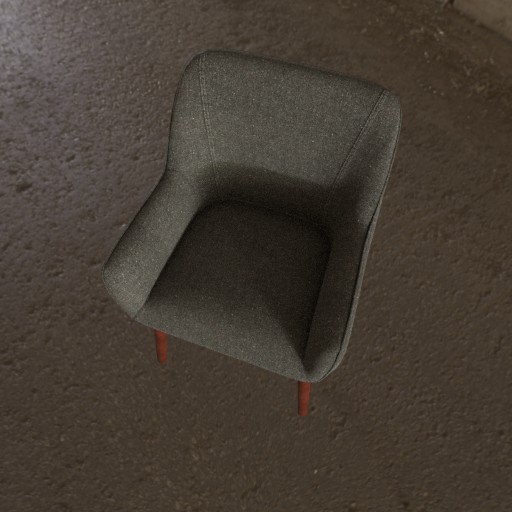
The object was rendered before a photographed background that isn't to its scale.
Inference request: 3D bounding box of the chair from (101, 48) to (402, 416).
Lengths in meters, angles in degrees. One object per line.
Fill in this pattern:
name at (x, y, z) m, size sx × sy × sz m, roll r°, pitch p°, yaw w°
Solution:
chair at (0.000, 0.000, 1.147) m, size 0.543 × 0.803 × 0.519 m, roll 17°, pitch 60°, yaw 11°
